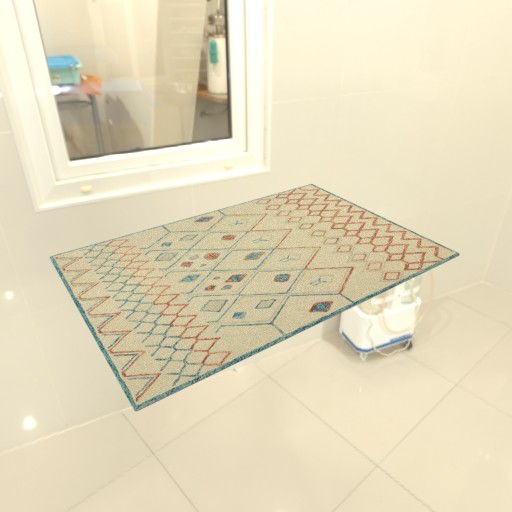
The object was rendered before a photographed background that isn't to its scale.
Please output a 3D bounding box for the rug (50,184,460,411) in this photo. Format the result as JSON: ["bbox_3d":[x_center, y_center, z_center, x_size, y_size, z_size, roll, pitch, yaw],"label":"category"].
[{"bbox_3d":[0.000,0.000,2.370,1.829,0.016,1.219,-19,36,-29],"label":"rug"}]
